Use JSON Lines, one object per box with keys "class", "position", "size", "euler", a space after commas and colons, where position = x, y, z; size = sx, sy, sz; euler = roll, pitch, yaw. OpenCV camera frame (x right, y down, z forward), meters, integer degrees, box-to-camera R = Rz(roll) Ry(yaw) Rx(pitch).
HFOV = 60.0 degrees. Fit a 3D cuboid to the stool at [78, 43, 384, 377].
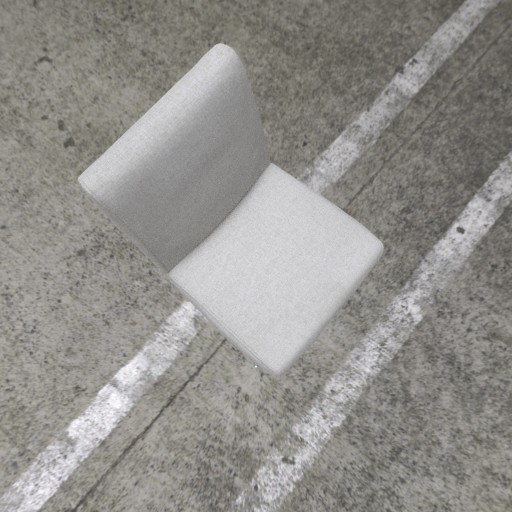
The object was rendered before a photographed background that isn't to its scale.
{"class": "stool", "position": [0.000, 0.000, 1.410], "size": [0.606, 1.085, 0.507], "euler": [40, 79, 9]}
